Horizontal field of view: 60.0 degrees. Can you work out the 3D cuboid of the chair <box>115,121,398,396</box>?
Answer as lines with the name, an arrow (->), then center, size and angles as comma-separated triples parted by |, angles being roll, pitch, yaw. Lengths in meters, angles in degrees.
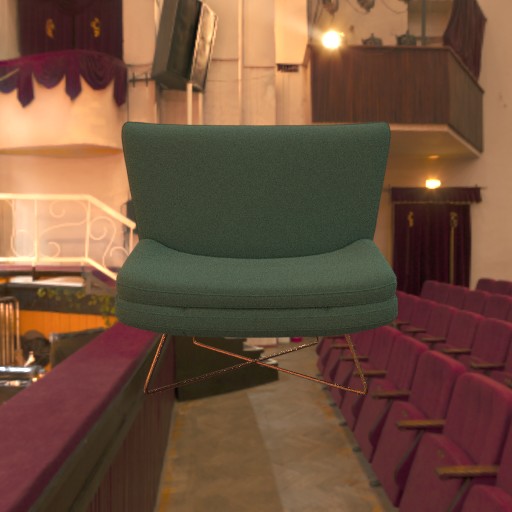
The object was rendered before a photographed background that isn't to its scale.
chair -> 0.000, 0.000, 1.638 | 0.859, 0.855, 1.008 | 0, 1, 0
